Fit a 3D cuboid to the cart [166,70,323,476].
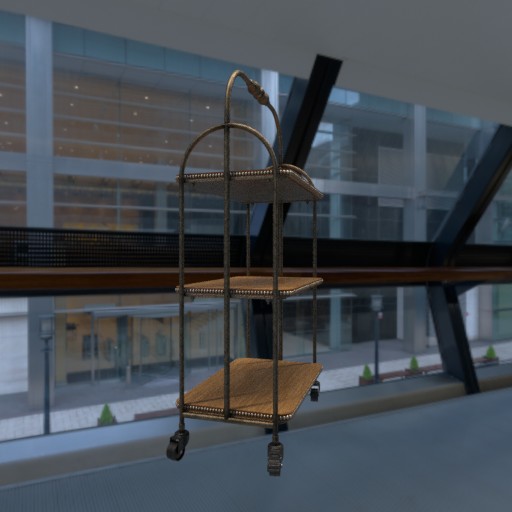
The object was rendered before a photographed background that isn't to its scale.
[{"bbox_3d":[0.000,0.000,1.362,0.330,1.052,0.650,0,1,18],"label":"cart"}]
